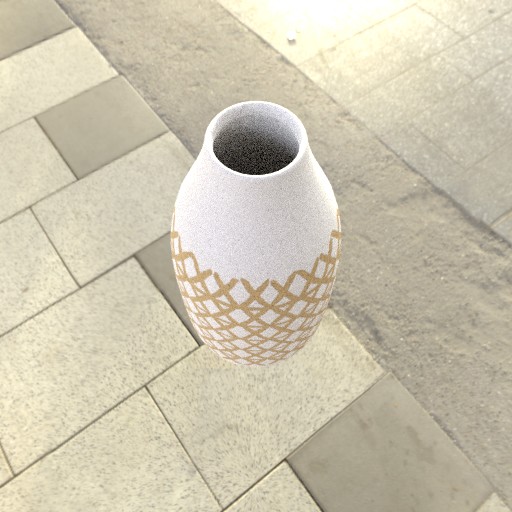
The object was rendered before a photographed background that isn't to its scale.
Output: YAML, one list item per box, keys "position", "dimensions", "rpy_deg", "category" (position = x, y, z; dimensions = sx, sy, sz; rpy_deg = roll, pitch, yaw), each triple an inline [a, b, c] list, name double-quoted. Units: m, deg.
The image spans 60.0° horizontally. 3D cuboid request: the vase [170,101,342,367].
- position: [0.000, 0.000, 0.494]
  dimensions: [0.186, 0.380, 0.186]
  rpy_deg: [0, 63, 0]
  category: "vase"
